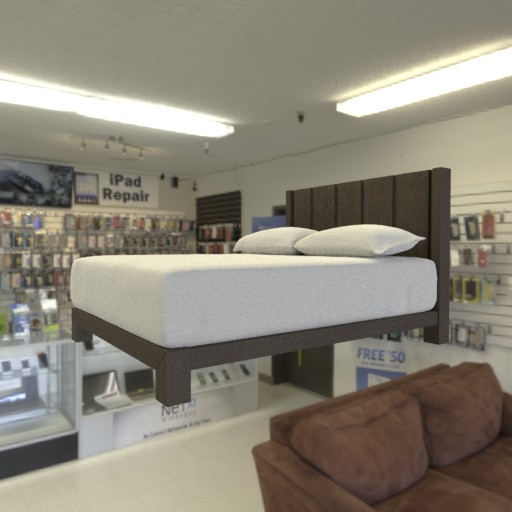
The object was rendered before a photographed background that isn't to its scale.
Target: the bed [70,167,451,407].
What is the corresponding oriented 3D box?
[{"bbox_3d":[0.000,0.000,3.279,2.242,1.270,1.727,-1,2,-36],"label":"bed"}]
